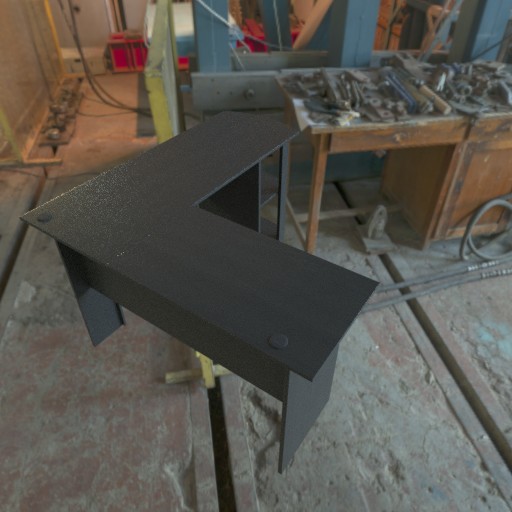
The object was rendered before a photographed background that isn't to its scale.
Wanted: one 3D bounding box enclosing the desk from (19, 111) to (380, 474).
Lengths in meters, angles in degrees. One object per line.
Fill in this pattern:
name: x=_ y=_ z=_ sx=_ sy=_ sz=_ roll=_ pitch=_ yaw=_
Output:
desk: x=0.000 y=0.000 z=2.098 sx=1.303 sy=0.716 sz=1.361 roll=24 pitch=45 yaw=26
